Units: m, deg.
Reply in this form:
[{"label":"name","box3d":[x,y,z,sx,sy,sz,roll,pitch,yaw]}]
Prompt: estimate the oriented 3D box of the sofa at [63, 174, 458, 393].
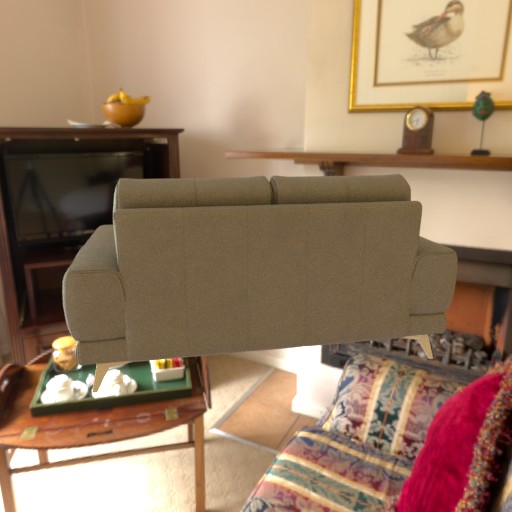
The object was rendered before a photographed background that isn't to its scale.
[{"label":"sofa","box3d":[0.000,0.000,2.408,1.806,0.907,1.018,-3,15,-11]}]
